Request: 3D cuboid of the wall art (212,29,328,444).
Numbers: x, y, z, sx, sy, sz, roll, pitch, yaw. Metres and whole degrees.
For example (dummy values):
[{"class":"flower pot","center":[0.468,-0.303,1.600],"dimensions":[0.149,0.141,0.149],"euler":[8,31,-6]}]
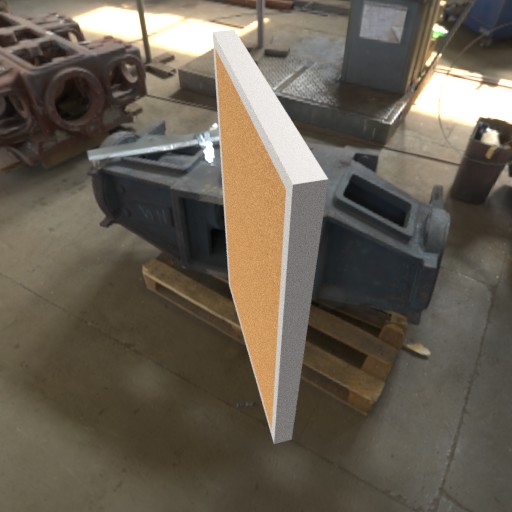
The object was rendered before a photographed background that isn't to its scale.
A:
[{"class":"wall art","center":[0.000,0.000,0.839],"dimensions":[0.038,0.657,0.450],"euler":[-10,46,-10]}]
